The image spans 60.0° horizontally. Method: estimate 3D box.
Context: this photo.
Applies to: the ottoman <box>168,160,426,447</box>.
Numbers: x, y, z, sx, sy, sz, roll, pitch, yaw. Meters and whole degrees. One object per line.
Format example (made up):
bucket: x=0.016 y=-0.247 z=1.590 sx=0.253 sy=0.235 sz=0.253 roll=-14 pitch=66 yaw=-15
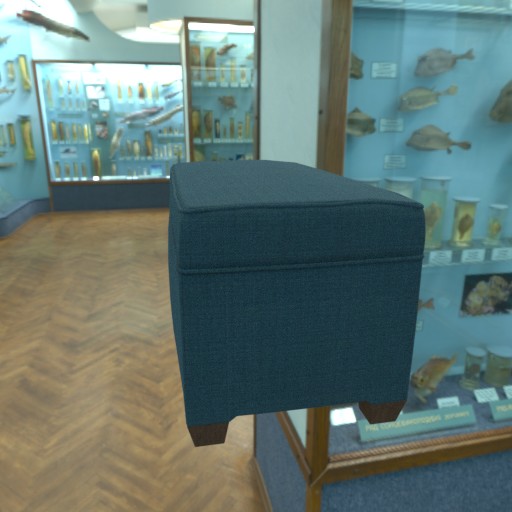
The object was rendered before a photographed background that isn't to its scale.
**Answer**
ottoman: x=0.000 y=0.000 z=1.222 sx=0.474 sy=0.474 sz=0.943 roll=-3 pitch=17 yaw=-10
